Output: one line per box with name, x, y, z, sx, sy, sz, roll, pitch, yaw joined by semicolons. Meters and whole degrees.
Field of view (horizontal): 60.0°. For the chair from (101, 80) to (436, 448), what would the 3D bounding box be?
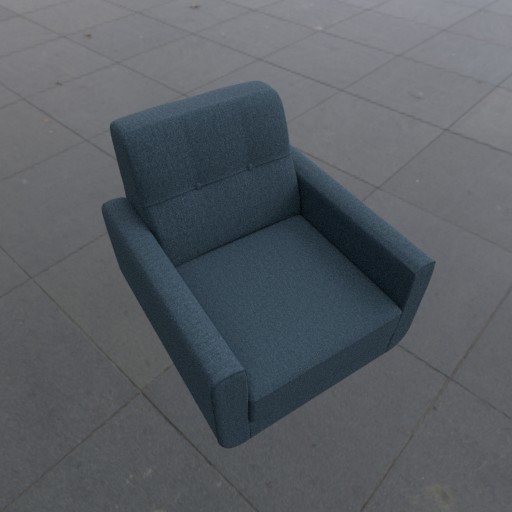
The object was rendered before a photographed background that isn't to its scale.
chair;0.000;0.000;1.710;0.880;0.940;0.964;-25;51;-22
